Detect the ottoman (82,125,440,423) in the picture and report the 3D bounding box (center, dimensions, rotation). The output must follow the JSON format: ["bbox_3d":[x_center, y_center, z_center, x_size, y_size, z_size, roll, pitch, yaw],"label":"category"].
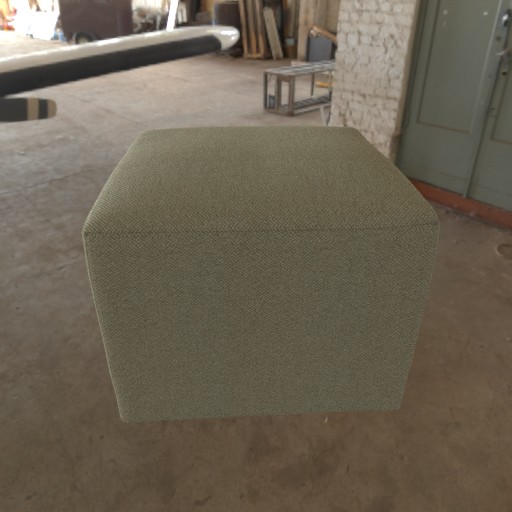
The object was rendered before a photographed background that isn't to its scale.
[{"bbox_3d":[0.000,0.000,0.919,0.521,0.453,0.512,-2,31,-3],"label":"ottoman"}]
